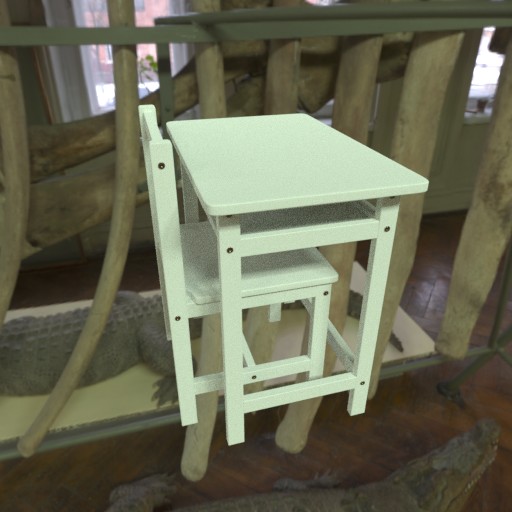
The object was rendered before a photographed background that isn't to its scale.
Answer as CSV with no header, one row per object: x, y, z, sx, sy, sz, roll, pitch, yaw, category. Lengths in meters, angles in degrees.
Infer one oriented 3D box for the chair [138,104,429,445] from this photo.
0.000,0.000,1.085,0.461,0.673,0.599,-8,30,-14,chair
